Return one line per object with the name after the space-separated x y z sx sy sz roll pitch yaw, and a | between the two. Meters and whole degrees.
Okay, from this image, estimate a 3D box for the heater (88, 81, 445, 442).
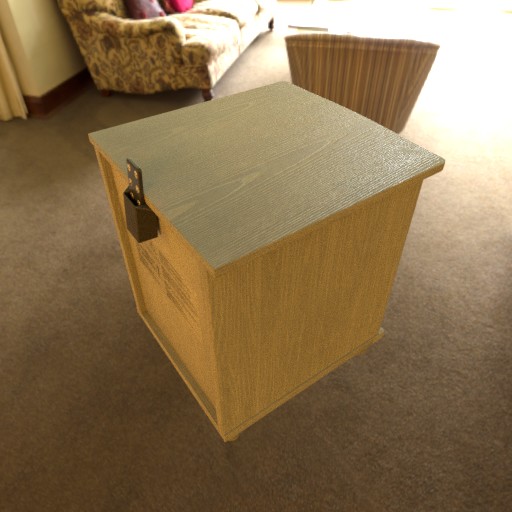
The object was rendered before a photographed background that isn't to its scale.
0.000 0.000 0.765 0.400 0.481 0.362 -25 48 -26 | heater
